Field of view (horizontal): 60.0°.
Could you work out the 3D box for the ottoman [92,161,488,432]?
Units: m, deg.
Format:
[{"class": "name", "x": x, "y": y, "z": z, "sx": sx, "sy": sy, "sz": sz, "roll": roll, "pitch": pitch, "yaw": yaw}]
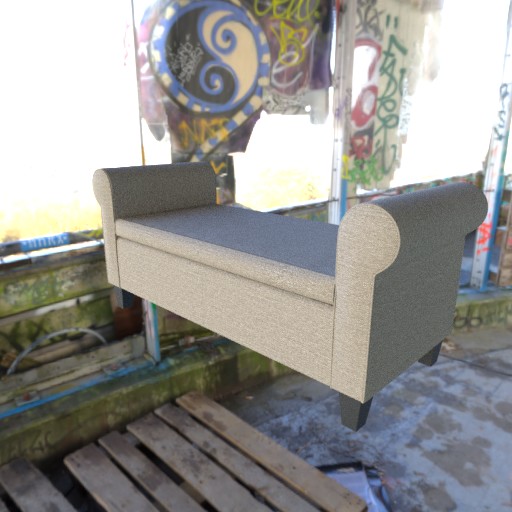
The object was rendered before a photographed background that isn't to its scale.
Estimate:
[{"class": "ottoman", "x": 0.000, "y": 0.000, "z": 1.496, "sx": 1.256, "sy": 0.547, "sz": 0.521, "roll": 15, "pitch": 22, "yaw": 42}]
